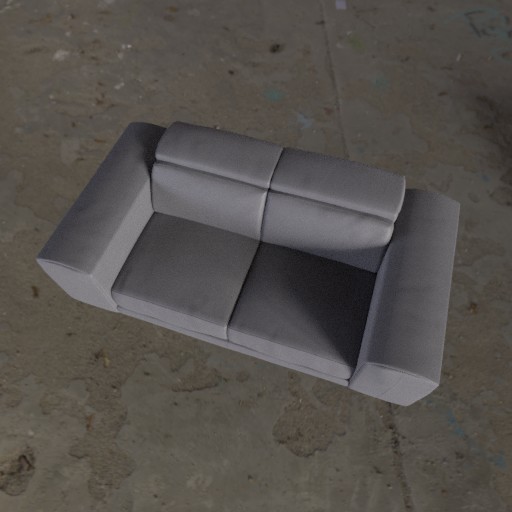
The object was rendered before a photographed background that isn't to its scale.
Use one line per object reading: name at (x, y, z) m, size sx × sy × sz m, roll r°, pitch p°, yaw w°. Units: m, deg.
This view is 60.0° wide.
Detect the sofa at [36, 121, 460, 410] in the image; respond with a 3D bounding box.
sofa at (0.000, 0.000, 2.361) m, size 1.895 × 0.779 × 1.003 m, roll 16°, pitch 60°, yaw 10°
